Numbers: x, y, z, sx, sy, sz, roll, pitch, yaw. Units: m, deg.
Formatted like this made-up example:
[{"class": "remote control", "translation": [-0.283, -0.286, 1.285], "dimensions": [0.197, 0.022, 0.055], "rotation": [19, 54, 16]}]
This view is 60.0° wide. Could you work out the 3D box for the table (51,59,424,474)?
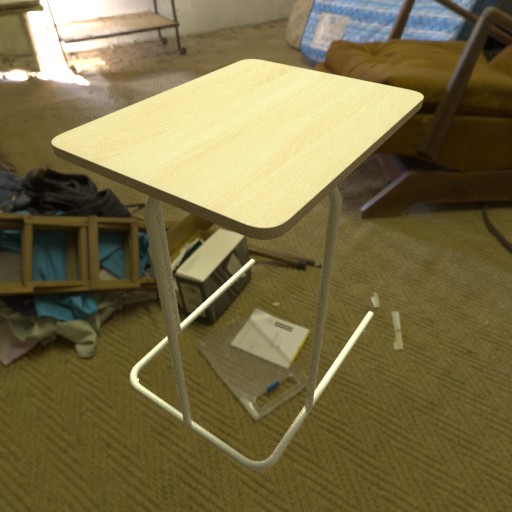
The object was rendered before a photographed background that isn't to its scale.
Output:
[{"class": "table", "translation": [0.000, 0.000, 0.843], "dimensions": [0.370, 0.550, 0.480], "rotation": [24, 45, 26]}]
